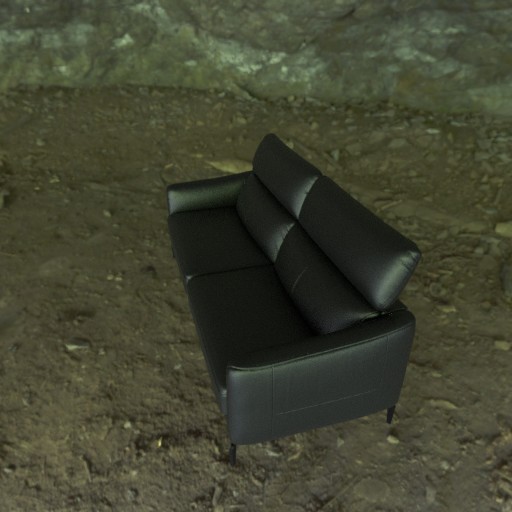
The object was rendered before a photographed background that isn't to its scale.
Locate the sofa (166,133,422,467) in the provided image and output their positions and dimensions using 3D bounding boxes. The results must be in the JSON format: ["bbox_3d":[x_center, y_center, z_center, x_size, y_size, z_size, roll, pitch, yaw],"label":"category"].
[{"bbox_3d":[0.000,0.000,2.622,0.856,0.957,2.069,-9,31,-14],"label":"sofa"}]
